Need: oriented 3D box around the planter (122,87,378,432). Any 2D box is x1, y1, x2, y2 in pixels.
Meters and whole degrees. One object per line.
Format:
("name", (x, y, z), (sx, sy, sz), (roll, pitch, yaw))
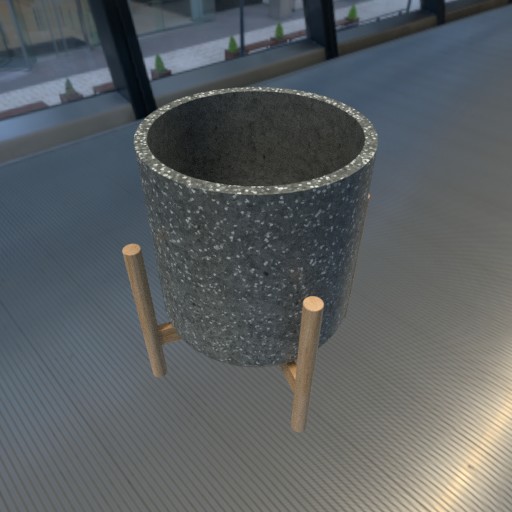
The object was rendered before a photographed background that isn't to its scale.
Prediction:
("planter", (0.000, 0.000, 0.696), (0.360, 0.419, 0.360), (0, 40, 0))
